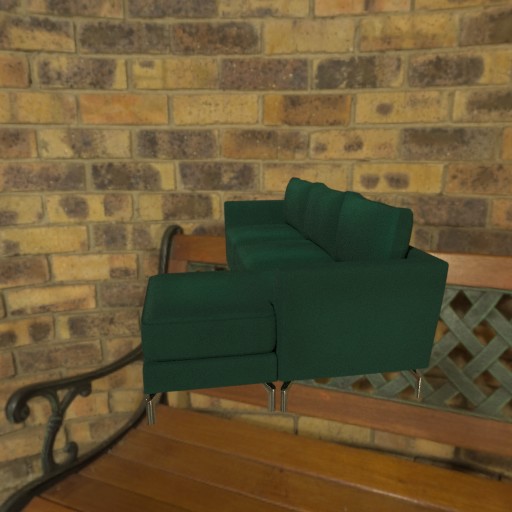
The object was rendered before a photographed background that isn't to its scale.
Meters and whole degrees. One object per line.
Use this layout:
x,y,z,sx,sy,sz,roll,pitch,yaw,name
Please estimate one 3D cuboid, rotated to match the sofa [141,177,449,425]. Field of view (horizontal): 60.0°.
0.000,0.000,3.235,1.489,1.007,2.441,-3,15,-10,sofa
